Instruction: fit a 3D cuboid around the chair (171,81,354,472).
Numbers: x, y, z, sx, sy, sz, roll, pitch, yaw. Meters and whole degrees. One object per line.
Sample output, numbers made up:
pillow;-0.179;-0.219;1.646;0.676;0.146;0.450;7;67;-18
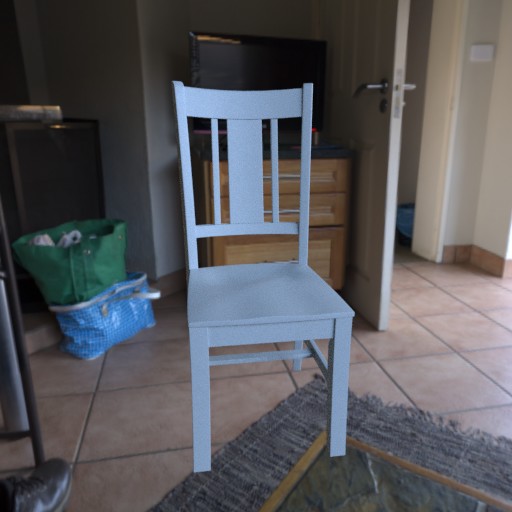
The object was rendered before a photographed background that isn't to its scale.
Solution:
chair;0.000;0.000;1.296;0.450;0.998;0.555;-2;16;-9
